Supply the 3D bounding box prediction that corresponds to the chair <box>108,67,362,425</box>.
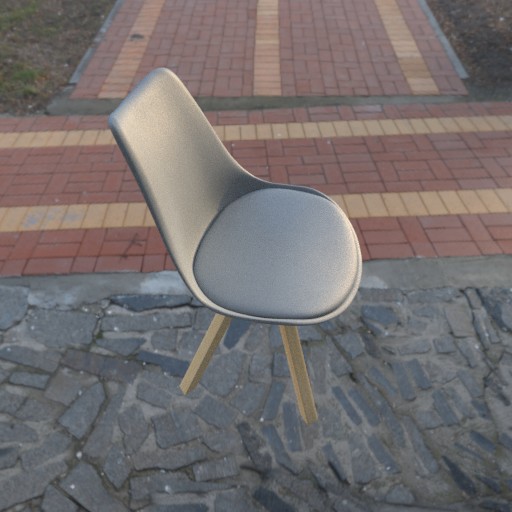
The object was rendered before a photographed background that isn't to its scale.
[{"bbox_3d":[0.000,0.000,1.169,0.549,0.850,0.485,10,48,10],"label":"chair"}]
